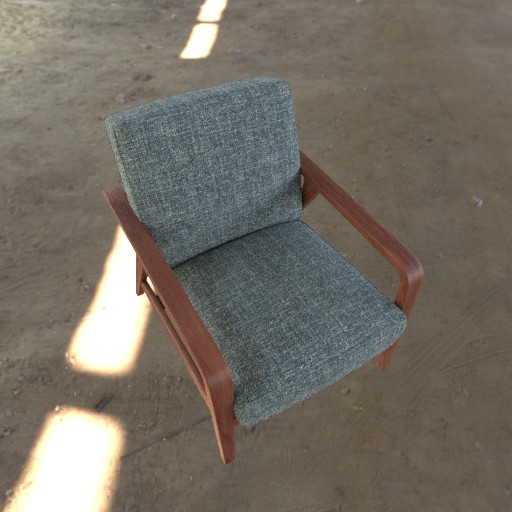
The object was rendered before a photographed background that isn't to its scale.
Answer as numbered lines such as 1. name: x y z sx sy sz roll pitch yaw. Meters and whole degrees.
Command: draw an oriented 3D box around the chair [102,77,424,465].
1. chair: 0.000 0.000 1.468 0.719 0.864 0.889 -23 49 -21
